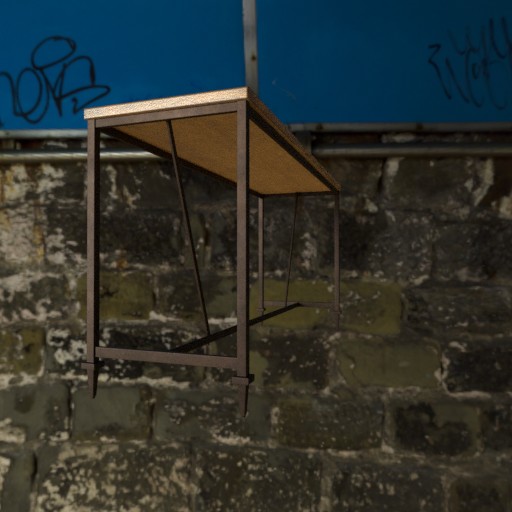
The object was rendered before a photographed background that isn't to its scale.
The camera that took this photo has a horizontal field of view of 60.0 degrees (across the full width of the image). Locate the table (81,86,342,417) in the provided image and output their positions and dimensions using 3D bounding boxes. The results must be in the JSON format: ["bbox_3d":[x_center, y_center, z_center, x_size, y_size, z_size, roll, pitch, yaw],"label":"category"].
[{"bbox_3d":[0.000,0.000,2.083,0.551,0.902,1.700,0,-1,19],"label":"table"}]
